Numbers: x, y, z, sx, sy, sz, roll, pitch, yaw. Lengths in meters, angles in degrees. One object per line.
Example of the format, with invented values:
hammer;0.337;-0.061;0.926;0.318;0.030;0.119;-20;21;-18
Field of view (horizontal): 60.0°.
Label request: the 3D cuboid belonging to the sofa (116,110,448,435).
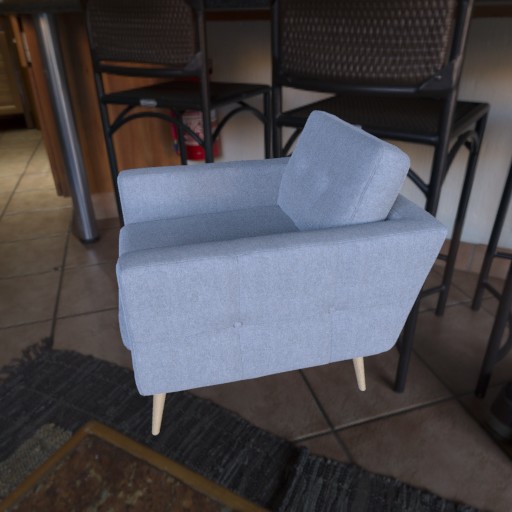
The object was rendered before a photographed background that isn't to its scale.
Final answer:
sofa;0.000;0.000;1.530;0.920;0.860;0.770;-7;30;-13
